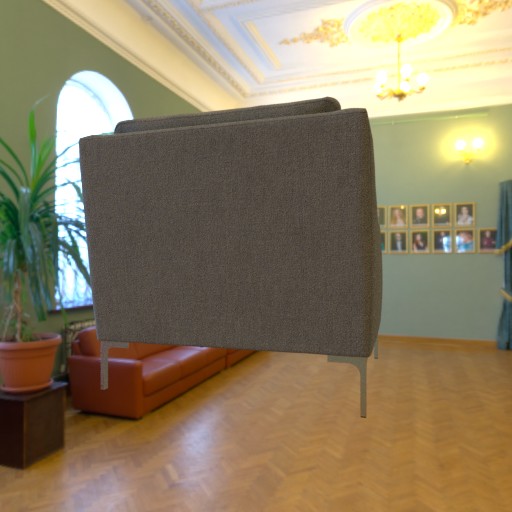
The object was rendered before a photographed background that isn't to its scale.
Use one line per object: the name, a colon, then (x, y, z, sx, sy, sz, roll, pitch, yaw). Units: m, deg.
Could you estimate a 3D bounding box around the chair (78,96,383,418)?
chair: (0.000, 0.000, 1.553, 0.847, 0.828, 0.849, 0, -1, 18)
